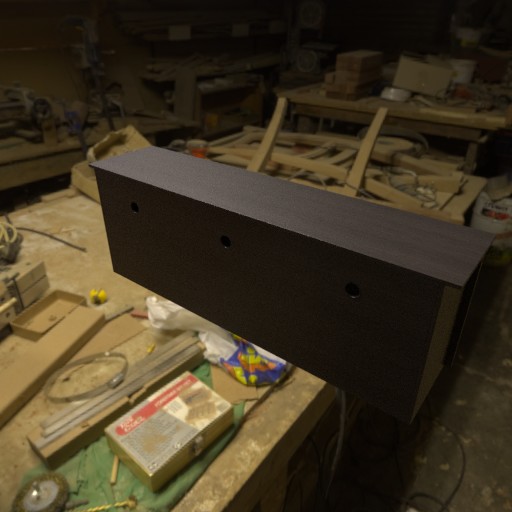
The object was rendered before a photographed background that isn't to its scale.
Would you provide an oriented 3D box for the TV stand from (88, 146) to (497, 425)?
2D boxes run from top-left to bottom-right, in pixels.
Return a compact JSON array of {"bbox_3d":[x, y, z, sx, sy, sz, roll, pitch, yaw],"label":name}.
[{"bbox_3d":[0.000,0.000,2.008,1.778,0.610,0.406,21,36,32],"label":"TV stand"}]
